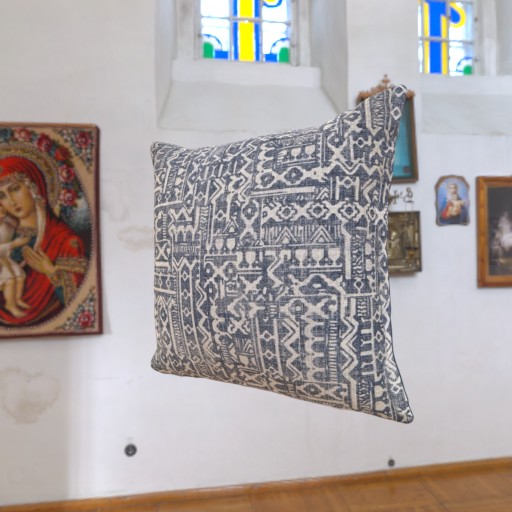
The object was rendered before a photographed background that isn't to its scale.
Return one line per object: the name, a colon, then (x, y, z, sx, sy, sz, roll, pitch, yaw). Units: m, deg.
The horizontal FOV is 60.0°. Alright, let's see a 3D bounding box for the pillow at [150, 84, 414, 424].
pillow: (0.000, 0.000, 0.780, 0.546, 0.487, 0.180, 0, 0, 36)
